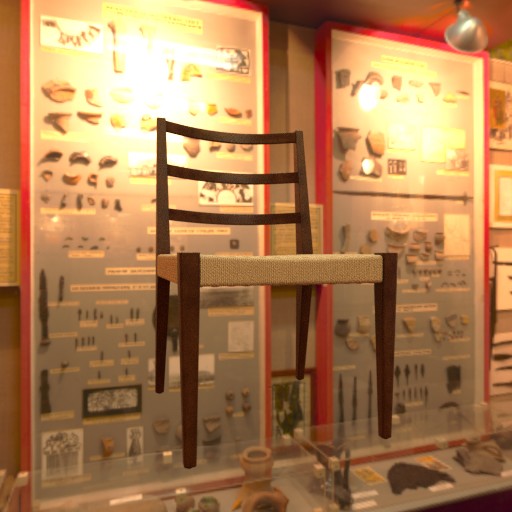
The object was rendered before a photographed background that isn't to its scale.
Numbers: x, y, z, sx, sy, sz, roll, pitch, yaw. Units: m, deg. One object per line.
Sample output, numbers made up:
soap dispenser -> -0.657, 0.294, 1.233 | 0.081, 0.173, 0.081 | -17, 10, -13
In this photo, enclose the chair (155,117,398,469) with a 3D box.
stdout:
chair -> 0.000, 0.000, 1.162 | 0.480, 0.813, 0.551 | 0, 0, -18
